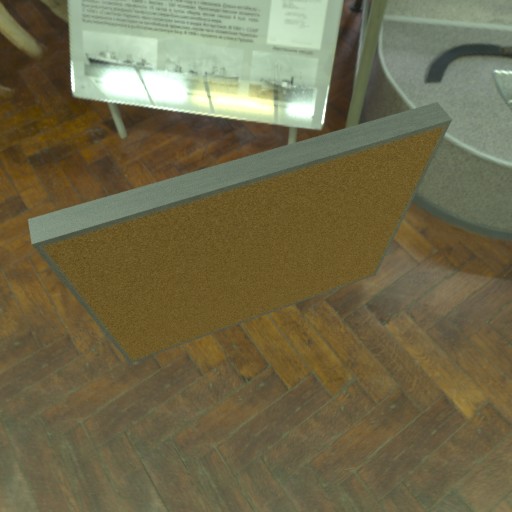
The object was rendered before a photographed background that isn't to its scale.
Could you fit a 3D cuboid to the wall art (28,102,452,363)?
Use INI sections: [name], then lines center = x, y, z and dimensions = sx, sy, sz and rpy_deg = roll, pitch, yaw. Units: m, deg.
[wall art]
center = 0.000, 0.000, 0.754
dimensions = 0.557, 0.450, 0.037
rpy_deg = -18, 61, -11
